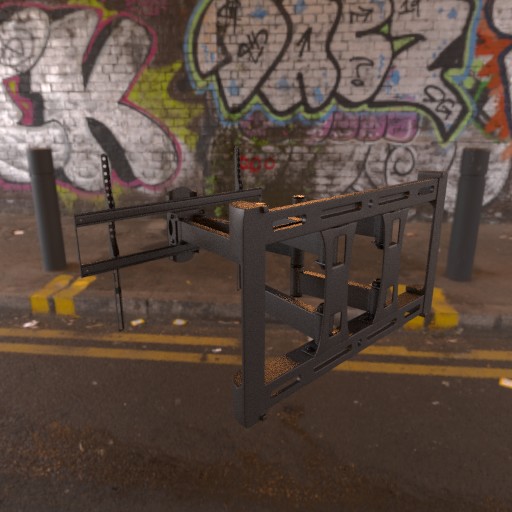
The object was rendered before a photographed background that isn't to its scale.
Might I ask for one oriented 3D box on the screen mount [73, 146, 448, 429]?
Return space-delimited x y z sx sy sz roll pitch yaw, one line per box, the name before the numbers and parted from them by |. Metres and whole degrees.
screen mount | 0.000 0.000 1.110 0.661 0.491 0.644 -16 23 -42
